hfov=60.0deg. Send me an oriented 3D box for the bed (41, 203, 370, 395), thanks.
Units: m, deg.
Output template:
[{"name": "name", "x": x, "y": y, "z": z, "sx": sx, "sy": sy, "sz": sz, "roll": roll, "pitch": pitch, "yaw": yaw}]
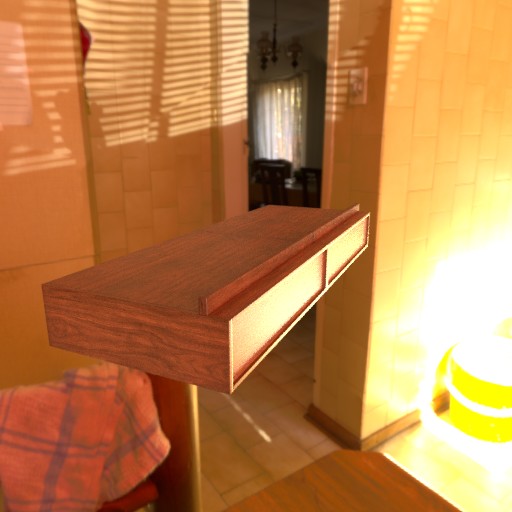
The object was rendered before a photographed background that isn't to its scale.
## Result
[{"name": "bed", "x": 0.000, "y": 0.000, "z": 2.368, "sx": 0.787, "sy": 0.326, "sz": 2.057, "roll": 7, "pitch": 17, "yaw": 24}]
